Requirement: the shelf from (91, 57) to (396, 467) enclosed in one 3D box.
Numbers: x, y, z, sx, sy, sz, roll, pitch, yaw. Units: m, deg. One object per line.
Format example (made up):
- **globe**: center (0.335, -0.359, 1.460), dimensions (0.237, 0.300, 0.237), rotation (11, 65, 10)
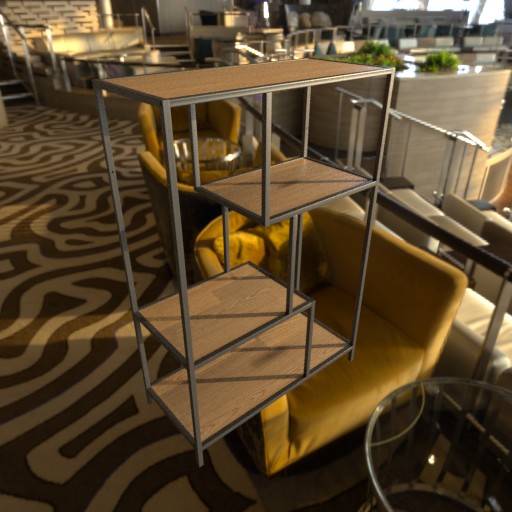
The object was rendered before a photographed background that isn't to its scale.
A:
- **shelf**: center (0.000, 0.000, 1.479), dimensions (0.770, 1.138, 0.350), rotation (-23, 37, -34)
